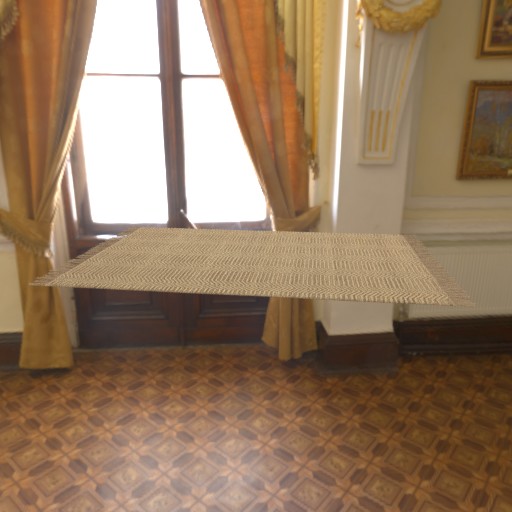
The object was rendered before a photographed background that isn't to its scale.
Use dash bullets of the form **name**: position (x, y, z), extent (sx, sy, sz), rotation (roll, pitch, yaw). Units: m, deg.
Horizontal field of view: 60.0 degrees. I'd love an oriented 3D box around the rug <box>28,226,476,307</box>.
- **rug**: position (0.000, 0.000, 3.161), extent (2.523, 0.034, 1.528), rotation (2, 17, 7)
